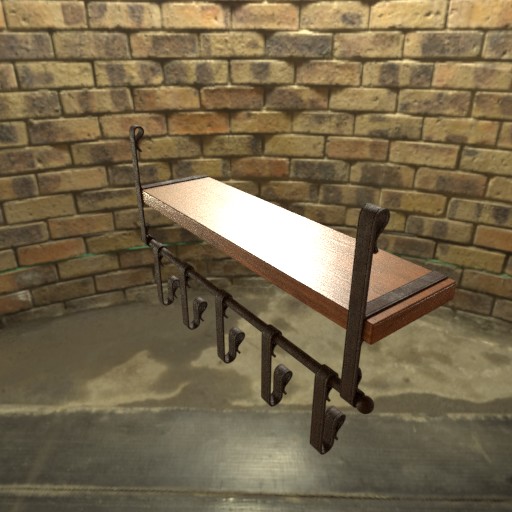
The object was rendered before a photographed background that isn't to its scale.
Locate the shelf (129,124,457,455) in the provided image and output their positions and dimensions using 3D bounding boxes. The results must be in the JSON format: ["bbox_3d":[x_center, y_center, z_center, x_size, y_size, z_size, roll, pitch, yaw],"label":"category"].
[{"bbox_3d":[0.000,0.000,0.673,0.146,0.330,0.567,-18,31,-33],"label":"shelf"}]
